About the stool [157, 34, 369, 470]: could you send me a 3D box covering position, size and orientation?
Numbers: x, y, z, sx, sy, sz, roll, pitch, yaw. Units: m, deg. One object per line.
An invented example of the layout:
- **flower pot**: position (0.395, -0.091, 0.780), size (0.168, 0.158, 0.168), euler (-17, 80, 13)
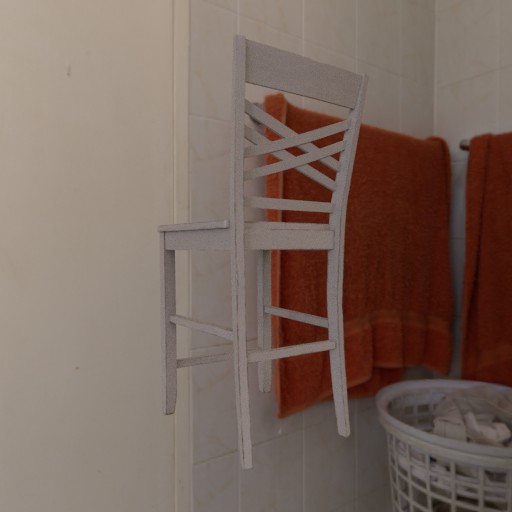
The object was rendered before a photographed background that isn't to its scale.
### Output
- **stool**: position (0.000, 0.000, 1.404), size (0.462, 1.079, 0.539), euler (-1, 1, -34)
